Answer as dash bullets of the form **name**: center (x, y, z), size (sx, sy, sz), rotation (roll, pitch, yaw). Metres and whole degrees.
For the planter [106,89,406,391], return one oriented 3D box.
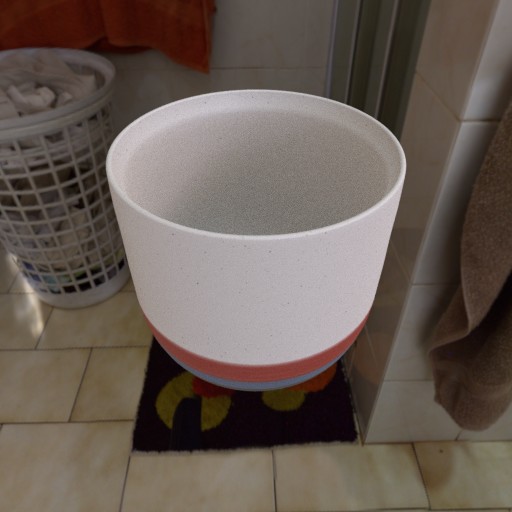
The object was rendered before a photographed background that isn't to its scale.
- **planter**: center (0.000, 0.000, 0.493), size (0.268, 0.270, 0.268), rotation (0, 42, 0)
